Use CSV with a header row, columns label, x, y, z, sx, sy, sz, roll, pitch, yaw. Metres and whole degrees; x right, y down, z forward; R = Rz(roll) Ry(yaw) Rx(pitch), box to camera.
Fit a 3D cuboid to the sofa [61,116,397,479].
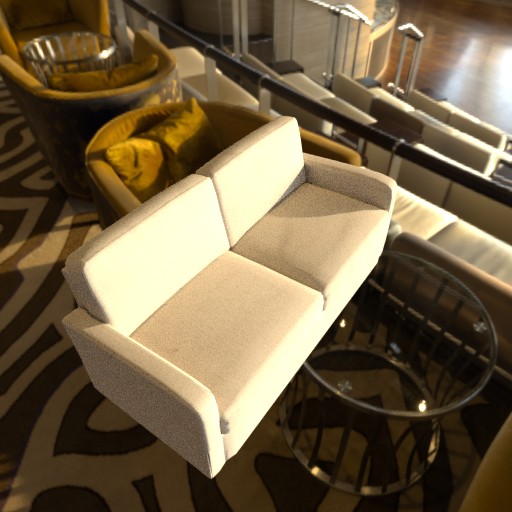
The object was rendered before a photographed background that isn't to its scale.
label,x,y,z,sx,sy,sz,roll,pitch,yaw
sofa,0.000,0.000,2.341,0.894,0.831,1.808,26,49,25
